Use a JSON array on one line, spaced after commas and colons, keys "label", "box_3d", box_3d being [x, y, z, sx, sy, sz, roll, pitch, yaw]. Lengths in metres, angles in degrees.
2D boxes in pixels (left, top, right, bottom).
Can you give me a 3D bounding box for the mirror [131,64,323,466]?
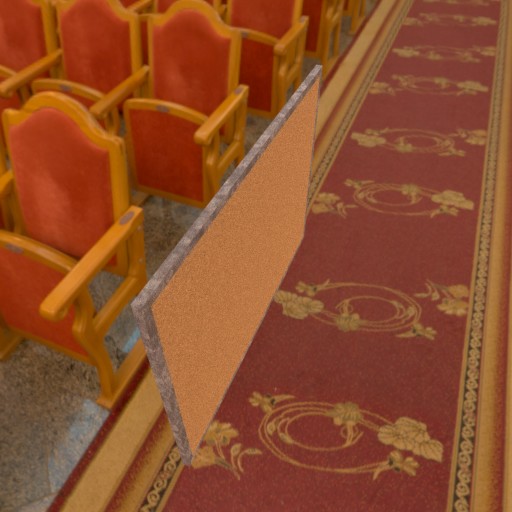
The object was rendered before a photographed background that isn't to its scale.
[{"label": "mirror", "box_3d": [0.000, 0.000, 1.424, 0.022, 0.795, 1.101, 17, 48, 16]}]
